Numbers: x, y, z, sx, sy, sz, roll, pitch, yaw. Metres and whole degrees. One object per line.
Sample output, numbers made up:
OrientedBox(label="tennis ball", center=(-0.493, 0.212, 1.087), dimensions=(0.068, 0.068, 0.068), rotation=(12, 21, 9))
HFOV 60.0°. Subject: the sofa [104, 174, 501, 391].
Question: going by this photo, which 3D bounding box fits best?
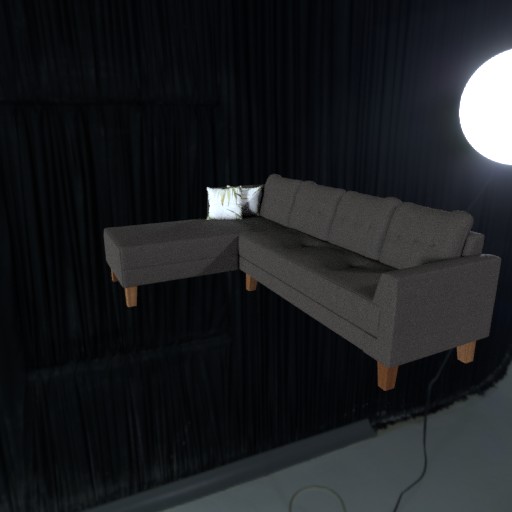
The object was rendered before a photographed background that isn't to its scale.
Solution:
OrientedBox(label="sofa", center=(0.000, 0.000, 3.357), dimensions=(1.829, 0.932, 2.679), rotation=(-8, 19, -26))
